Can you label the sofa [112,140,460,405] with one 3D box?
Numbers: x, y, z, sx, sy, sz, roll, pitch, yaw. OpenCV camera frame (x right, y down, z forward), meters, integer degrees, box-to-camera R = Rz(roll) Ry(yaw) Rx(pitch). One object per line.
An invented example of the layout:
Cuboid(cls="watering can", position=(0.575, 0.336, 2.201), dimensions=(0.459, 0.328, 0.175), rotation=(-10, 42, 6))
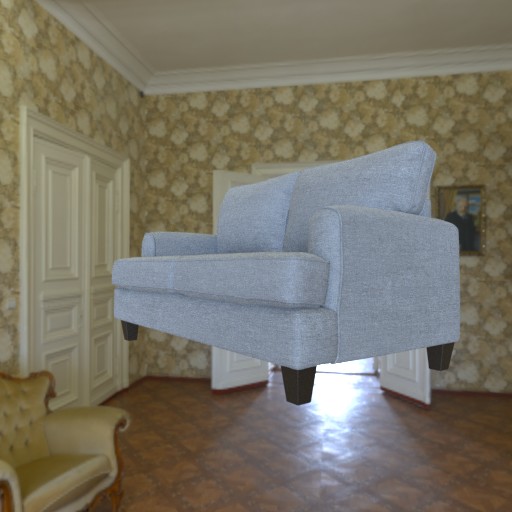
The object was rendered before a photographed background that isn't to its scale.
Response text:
Cuboid(cls="sofa", position=(0.000, 0.000, 2.230), dimensions=(0.965, 0.965, 1.651), rotation=(1, -2, -36))
